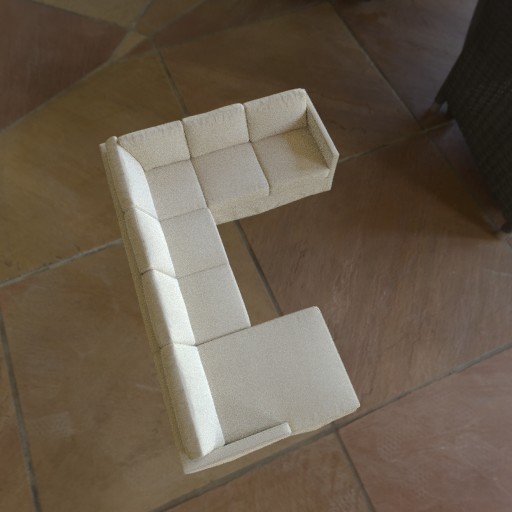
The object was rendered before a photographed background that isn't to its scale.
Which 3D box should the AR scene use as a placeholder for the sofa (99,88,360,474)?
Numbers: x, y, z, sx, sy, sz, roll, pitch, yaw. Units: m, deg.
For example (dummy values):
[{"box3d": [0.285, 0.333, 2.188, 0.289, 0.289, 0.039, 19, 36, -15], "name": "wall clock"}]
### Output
[{"box3d": [0.000, 0.000, 4.534, 2.448, 0.882, 3.464, -18, 67, -8], "name": "sofa"}]
